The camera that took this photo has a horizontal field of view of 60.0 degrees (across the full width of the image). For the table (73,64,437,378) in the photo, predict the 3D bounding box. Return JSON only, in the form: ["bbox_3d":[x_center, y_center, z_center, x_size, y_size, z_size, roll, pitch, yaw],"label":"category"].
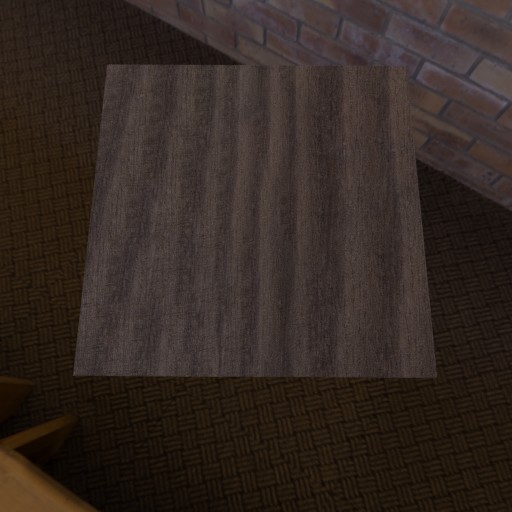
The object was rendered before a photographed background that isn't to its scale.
[{"bbox_3d":[0.000,0.000,0.964,0.504,0.587,0.506,0,75,0],"label":"table"}]
